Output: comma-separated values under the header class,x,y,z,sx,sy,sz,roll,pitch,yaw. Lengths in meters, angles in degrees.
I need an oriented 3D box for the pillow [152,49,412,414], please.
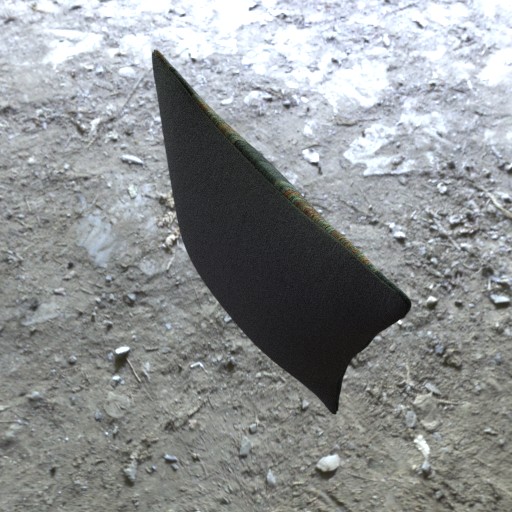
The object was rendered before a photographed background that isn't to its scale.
class,x,y,z,sx,sy,sz,roll,pitch,yaw
pillow,0.000,0.000,0.632,0.136,0.419,0.437,-32,64,-18
